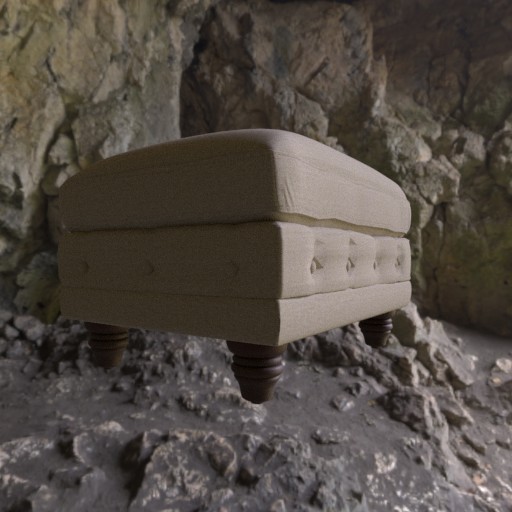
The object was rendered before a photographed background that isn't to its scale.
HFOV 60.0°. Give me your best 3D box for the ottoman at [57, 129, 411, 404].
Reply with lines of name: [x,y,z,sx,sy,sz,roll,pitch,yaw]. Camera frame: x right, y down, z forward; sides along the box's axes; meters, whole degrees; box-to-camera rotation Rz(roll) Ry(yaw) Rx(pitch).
ottoman: [0.000,0.000,1.019,0.541,0.463,0.684,0,0,35]
